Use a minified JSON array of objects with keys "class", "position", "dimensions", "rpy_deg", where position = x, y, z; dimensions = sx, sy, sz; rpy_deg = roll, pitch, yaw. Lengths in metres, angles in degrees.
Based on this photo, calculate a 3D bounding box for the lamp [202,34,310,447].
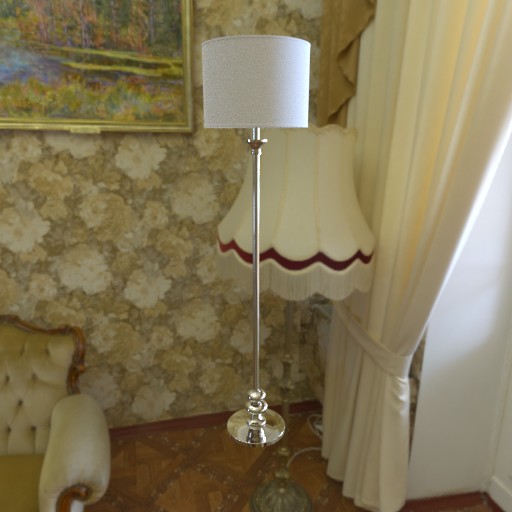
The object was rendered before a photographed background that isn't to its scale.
[{"class":"lamp","position":[0.000,0.000,1.652],"dimensions":[0.356,1.487,0.356],"rpy_deg":[8,17,27]}]
